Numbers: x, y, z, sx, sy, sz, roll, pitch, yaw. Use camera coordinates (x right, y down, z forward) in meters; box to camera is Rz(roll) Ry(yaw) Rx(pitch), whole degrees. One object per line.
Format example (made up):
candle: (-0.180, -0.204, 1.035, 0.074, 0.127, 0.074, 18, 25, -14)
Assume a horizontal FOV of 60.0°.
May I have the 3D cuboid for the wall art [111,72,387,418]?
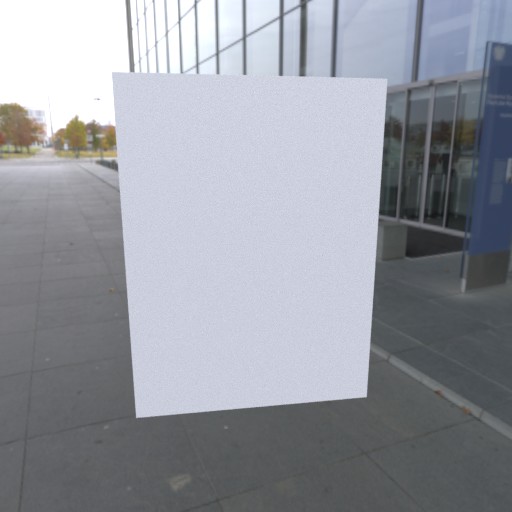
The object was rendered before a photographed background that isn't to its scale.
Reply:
wall art: (0.000, 0.000, 0.799, 0.457, 0.610, 0.003, -2, 14, -9)
